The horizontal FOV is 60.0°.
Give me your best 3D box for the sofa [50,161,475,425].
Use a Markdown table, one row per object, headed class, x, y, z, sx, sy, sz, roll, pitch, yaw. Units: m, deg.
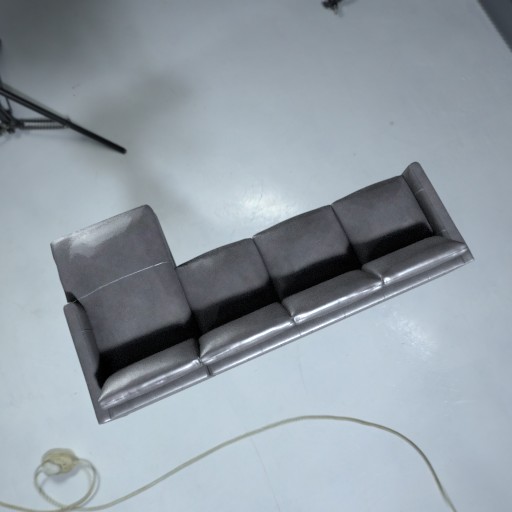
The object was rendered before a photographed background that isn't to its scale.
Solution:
| class | x | y | z | sx | sy | sz | roll | pitch | yaw |
| --- | --- | --- | --- | --- | --- | --- | --- | --- | --- |
| sofa | 0.000 | 0.000 | 3.563 | 2.993 | 0.859 | 1.471 | -23 | 77 | -6 |
